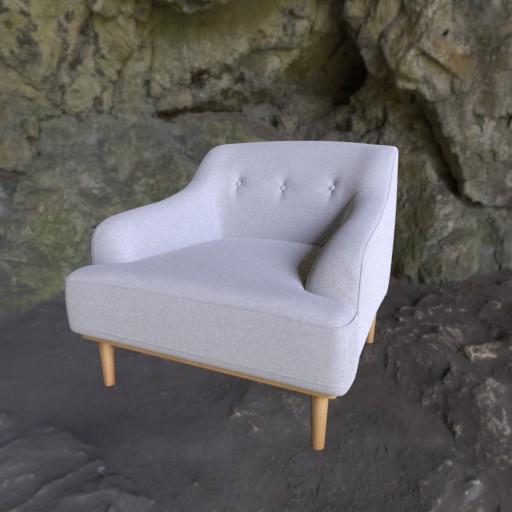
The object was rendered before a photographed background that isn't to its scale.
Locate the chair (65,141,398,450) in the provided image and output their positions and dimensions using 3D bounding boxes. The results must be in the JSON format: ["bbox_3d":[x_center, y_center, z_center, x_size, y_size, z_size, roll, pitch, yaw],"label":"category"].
[{"bbox_3d":[0.000,0.000,1.609,0.946,0.818,0.951,7,15,25],"label":"chair"}]
